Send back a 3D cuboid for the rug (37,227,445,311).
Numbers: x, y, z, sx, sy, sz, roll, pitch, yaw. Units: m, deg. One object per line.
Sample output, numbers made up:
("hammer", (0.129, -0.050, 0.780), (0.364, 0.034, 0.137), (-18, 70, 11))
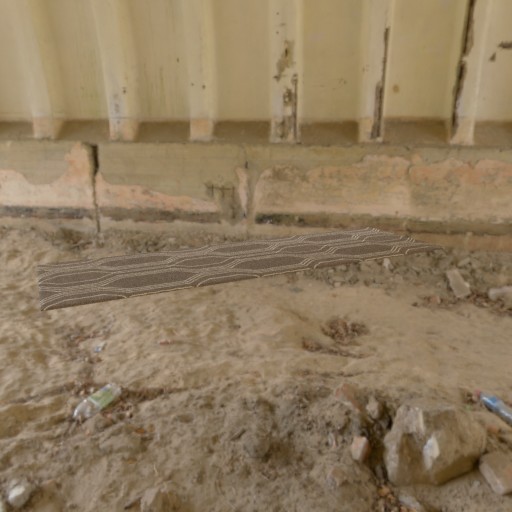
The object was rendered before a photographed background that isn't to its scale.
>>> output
("rug", (0.000, 0.000, 2.777), (2.464, 0.012, 0.773), (-7, 17, -26))
